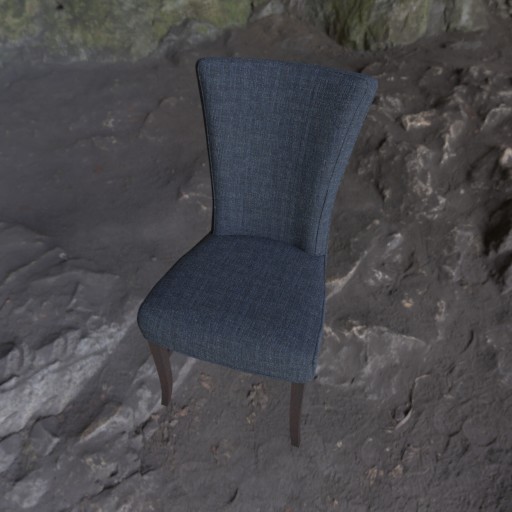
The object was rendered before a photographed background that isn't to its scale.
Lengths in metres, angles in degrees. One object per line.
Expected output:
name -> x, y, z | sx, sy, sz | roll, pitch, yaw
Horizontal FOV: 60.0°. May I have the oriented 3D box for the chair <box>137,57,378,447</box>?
chair -> 0.000, 0.000, 1.368 | 0.520, 0.991, 0.660 | 12, 43, 13
